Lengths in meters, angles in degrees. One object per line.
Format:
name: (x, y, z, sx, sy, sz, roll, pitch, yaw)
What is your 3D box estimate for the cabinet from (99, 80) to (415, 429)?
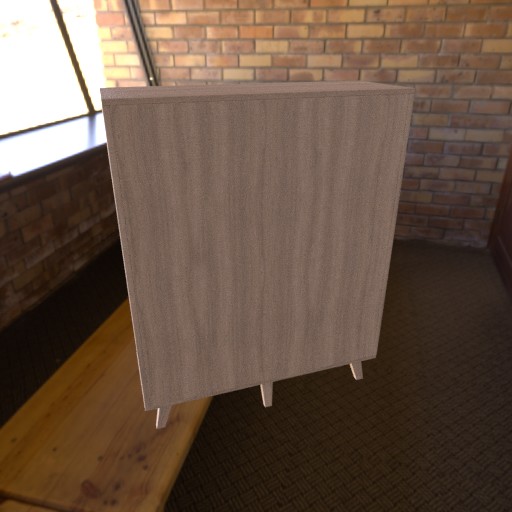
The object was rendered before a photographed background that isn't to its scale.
cabinet: (0.000, 0.000, 1.951, 1.111, 1.388, 0.398, -8, 27, -17)
